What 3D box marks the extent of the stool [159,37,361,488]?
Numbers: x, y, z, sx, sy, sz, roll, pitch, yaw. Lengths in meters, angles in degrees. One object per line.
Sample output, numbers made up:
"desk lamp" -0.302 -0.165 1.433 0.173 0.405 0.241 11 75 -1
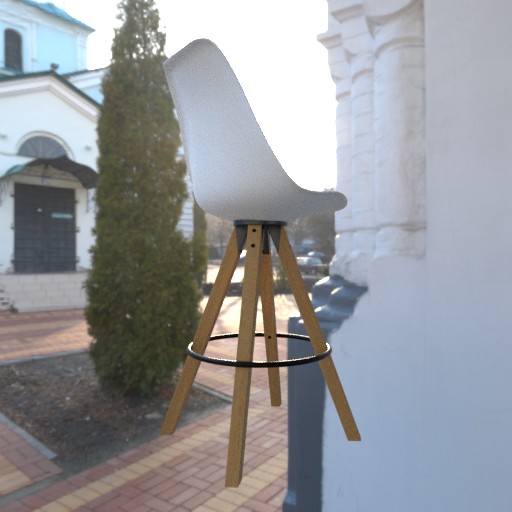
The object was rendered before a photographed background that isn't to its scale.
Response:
"stool" 0.000 0.000 1.359 0.549 1.115 0.482 0 0 -36
